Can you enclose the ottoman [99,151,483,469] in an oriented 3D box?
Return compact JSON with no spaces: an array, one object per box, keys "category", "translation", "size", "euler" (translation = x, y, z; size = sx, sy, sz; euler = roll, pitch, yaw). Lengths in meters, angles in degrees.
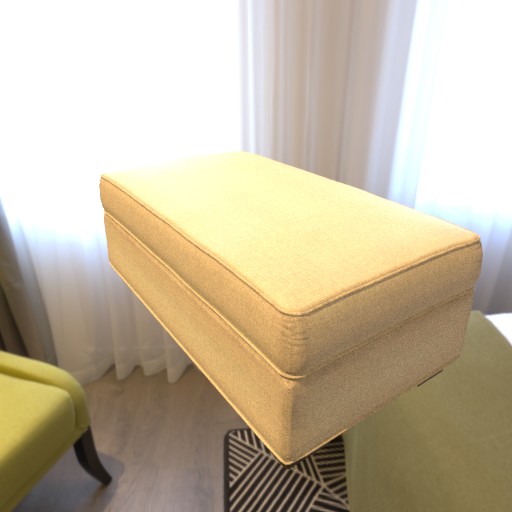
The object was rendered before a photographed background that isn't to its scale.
[{"category":"ottoman","translation":[0.000,0.000,1.374],"size":[0.617,0.448,1.097],"euler":[-17,31,-31]}]
